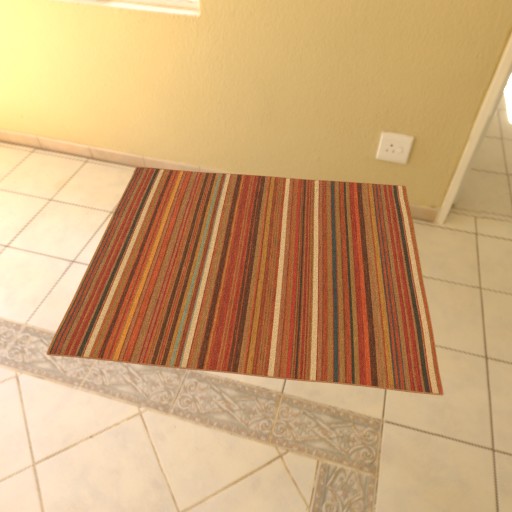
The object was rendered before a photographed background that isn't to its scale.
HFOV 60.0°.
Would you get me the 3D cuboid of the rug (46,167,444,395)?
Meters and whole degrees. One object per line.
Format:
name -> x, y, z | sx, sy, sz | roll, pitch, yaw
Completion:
rug -> 0.000, 0.000, 4.220 | 3.092, 0.023, 2.479 | 5, 48, 4
